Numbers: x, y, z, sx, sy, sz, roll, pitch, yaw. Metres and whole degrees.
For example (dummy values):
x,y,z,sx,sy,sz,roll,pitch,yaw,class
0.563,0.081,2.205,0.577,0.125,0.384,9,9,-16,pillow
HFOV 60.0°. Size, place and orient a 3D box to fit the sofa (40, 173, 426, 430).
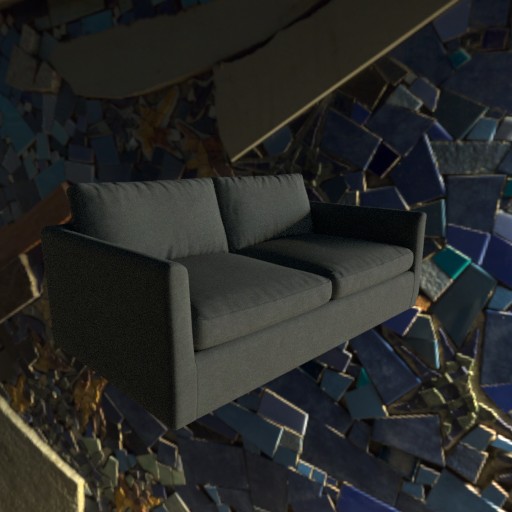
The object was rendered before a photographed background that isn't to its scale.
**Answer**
x,y,z,sx,sy,sz,roll,pitch,yaw,class
0.000,0.000,2.481,1.091,0.845,1.909,12,18,43,sofa
